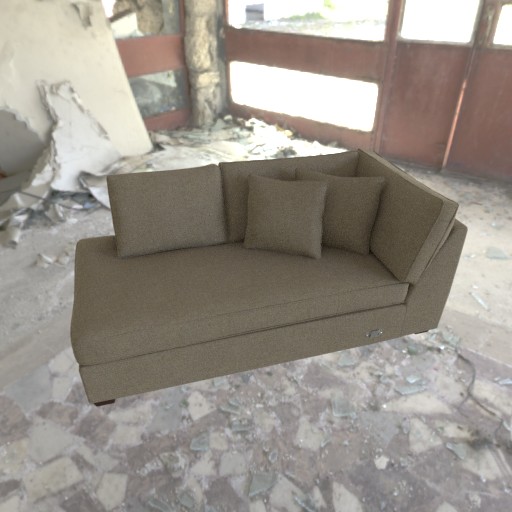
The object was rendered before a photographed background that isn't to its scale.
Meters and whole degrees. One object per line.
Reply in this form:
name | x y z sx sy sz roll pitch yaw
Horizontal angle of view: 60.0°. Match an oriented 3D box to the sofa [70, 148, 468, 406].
sofa | 0.000 0.000 2.837 2.238 1.019 1.110 -9 34 -13
